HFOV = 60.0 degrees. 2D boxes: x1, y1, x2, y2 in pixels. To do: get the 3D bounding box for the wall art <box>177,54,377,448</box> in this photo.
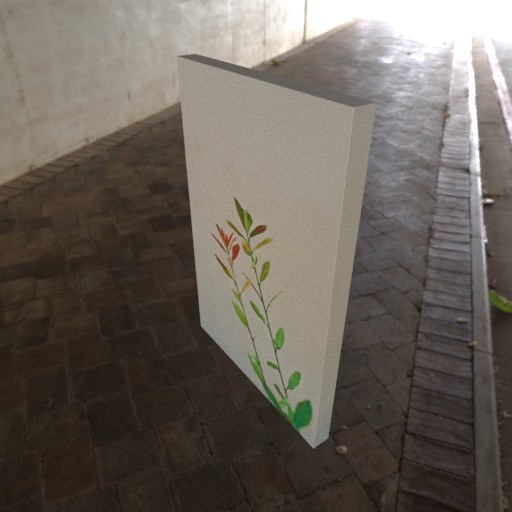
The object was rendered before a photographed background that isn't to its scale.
[{"bbox_3d":[0.000,0.000,0.790,0.038,0.611,0.408,-22,39,-30],"label":"wall art"}]
